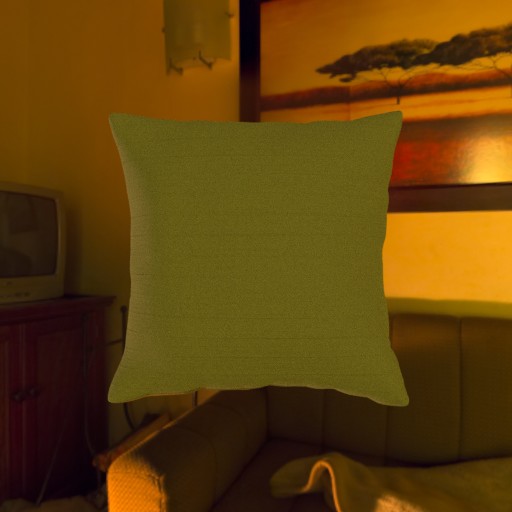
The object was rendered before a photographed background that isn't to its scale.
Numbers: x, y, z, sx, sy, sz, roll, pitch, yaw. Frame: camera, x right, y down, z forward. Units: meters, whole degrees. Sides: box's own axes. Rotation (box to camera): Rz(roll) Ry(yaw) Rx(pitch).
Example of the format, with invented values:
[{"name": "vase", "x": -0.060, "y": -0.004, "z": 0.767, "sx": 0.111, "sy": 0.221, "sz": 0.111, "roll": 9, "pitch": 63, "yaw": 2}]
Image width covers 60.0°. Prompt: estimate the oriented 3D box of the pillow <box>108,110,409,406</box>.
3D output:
[{"name": "pillow", "x": 0.000, "y": 0.000, "z": 0.700, "sx": 0.470, "sy": 0.464, "sz": 0.175, "roll": 0, "pitch": 0, "yaw": 1}]
